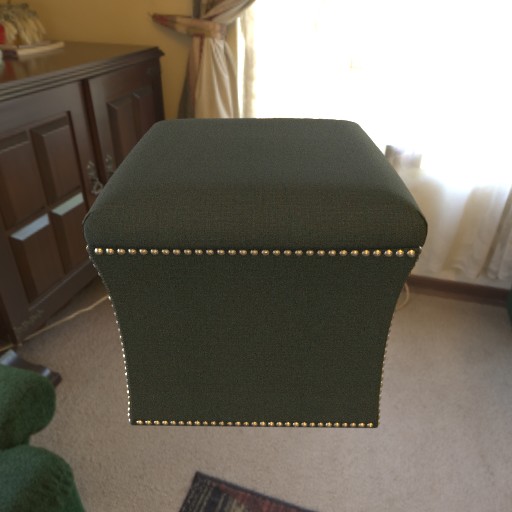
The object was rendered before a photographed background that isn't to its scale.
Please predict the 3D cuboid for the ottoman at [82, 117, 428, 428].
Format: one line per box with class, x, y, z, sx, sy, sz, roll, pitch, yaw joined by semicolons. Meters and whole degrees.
ottoman;0.000;0.000;0.908;0.497;0.475;0.507;0;31;1
